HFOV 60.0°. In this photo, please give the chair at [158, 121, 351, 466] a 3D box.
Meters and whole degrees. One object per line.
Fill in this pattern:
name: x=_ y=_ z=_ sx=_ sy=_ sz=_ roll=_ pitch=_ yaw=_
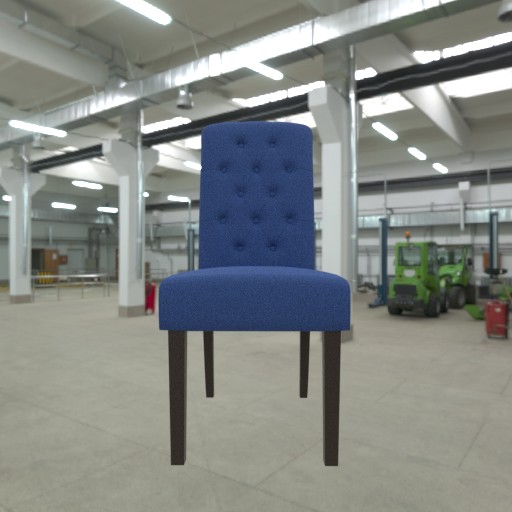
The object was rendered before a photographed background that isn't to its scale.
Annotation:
chair: x=0.000 y=0.000 z=1.382 sx=0.456 sy=1.006 sz=0.671 roll=0 pitch=0 yaw=1
